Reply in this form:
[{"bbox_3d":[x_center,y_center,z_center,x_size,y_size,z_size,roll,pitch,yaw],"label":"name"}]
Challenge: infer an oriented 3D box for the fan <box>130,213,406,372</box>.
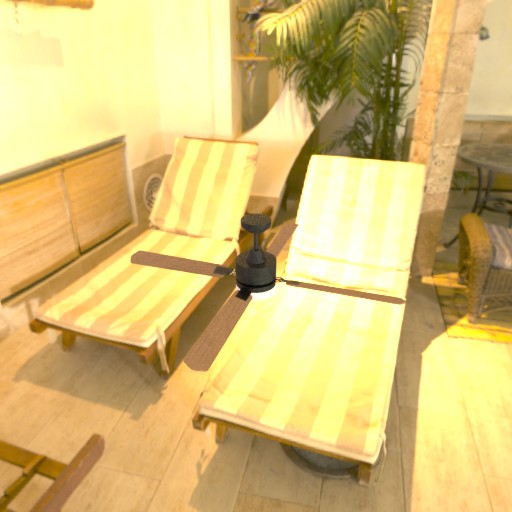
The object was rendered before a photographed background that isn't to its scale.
[{"bbox_3d":[0.000,0.000,1.992,1.320,0.355,1.320,9,28,17],"label":"fan"}]
